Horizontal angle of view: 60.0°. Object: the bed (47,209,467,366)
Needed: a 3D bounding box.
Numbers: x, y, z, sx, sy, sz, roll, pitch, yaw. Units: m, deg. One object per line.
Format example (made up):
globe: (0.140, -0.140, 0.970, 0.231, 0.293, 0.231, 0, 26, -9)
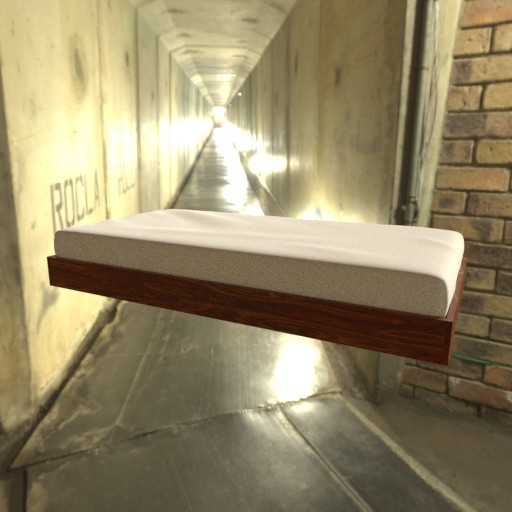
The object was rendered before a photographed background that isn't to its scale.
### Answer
bed: (0.000, 0.000, 2.195, 1.860, 0.312, 0.940, 7, 15, 27)
